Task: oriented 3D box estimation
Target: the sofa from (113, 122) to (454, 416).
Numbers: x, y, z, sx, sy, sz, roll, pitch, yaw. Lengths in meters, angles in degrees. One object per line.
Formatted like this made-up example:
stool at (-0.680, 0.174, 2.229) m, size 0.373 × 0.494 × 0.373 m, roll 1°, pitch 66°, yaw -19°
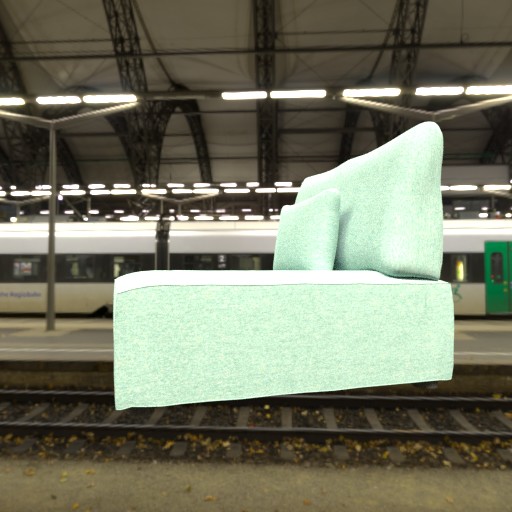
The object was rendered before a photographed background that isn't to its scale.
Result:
sofa at (0.000, 0.000, 1.643) m, size 1.000 × 0.820 × 0.930 m, roll 1°, pitch -2°, yaw -18°
